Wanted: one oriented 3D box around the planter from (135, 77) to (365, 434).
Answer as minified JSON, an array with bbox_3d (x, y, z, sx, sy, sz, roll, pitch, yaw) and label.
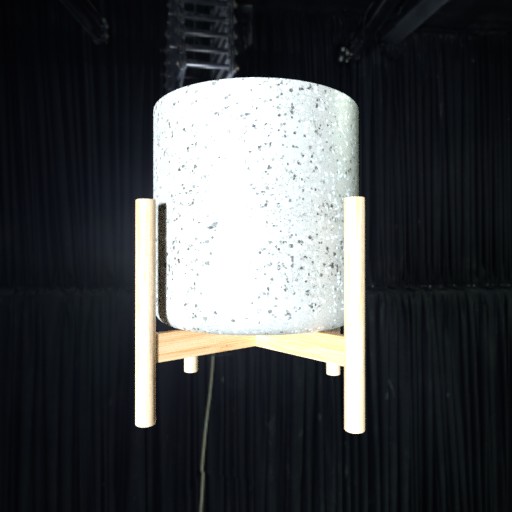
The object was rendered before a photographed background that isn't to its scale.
[{"bbox_3d":[0.000,0.000,0.671,0.360,0.419,0.360,0,0,-18],"label":"planter"}]
